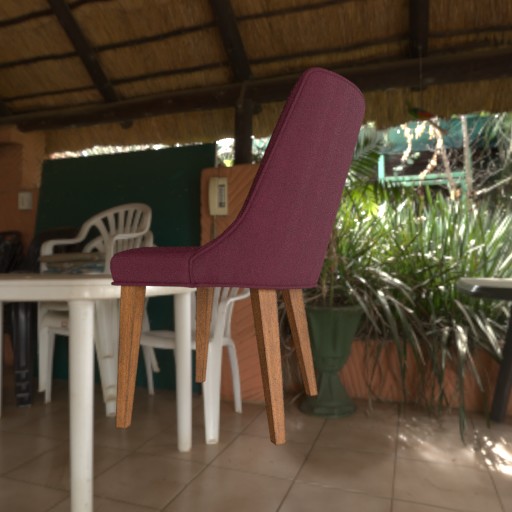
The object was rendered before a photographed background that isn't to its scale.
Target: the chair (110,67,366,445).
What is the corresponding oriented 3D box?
[{"bbox_3d":[0.000,0.000,1.325,0.638,0.916,0.548,0,-1,18],"label":"chair"}]
